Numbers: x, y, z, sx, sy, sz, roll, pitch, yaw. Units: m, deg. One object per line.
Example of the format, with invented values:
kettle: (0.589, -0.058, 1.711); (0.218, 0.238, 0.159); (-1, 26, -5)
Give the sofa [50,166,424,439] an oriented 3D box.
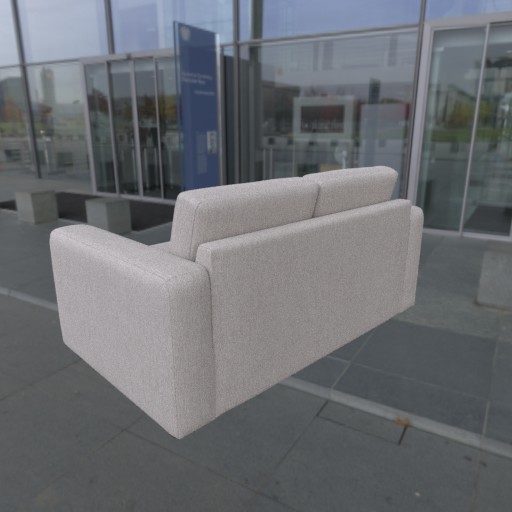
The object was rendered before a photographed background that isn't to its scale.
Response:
sofa: (0.000, 0.000, 2.060); (1.540, 0.800, 0.900); (-16, 23, -42)
